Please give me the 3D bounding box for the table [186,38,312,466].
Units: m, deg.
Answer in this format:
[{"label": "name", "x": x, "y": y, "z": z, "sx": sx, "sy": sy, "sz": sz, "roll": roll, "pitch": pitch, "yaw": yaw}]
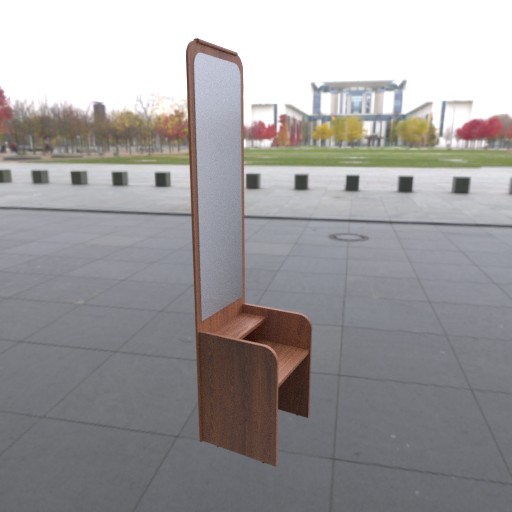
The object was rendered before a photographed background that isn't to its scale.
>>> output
[{"label": "table", "x": 0.000, "y": 0.000, "z": 2.055, "sx": 0.420, "sy": 1.830, "sz": 0.450, "roll": 7, "pitch": 16, "yaw": 26}]
